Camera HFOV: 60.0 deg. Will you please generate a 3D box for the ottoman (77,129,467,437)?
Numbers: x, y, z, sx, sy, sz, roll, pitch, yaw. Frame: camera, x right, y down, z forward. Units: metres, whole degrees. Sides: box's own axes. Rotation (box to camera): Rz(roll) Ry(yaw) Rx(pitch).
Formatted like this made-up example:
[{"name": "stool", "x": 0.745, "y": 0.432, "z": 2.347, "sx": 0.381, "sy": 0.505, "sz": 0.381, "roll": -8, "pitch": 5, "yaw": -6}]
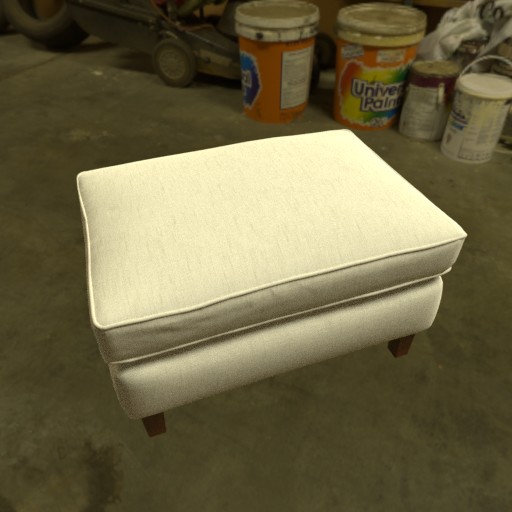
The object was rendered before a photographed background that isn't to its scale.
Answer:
[{"name": "ottoman", "x": 0.000, "y": 0.000, "z": 0.958, "sx": 0.665, "sy": 0.406, "sz": 0.501, "roll": -13, "pitch": 43, "yaw": -15}]
